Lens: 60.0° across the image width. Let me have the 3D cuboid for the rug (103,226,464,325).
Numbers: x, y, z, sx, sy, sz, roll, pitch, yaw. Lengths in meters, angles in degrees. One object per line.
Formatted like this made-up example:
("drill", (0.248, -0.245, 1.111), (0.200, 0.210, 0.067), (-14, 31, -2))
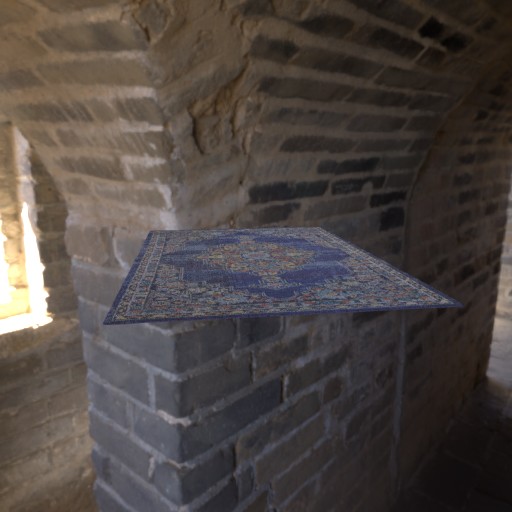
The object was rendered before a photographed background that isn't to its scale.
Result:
("rug", (0.000, 0.000, 3.856), (2.053, 0.011, 2.940), (-2, 13, -8))
